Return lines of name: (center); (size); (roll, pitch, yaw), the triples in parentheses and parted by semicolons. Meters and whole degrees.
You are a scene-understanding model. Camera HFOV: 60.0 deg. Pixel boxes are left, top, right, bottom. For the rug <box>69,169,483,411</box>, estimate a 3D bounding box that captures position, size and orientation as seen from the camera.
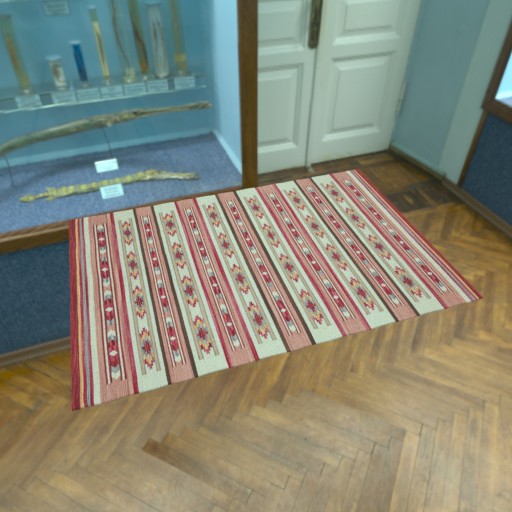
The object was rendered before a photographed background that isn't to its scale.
rug: (0.000, 0.000, 2.269); (1.817, 0.008, 1.223); (-12, 43, -13)
